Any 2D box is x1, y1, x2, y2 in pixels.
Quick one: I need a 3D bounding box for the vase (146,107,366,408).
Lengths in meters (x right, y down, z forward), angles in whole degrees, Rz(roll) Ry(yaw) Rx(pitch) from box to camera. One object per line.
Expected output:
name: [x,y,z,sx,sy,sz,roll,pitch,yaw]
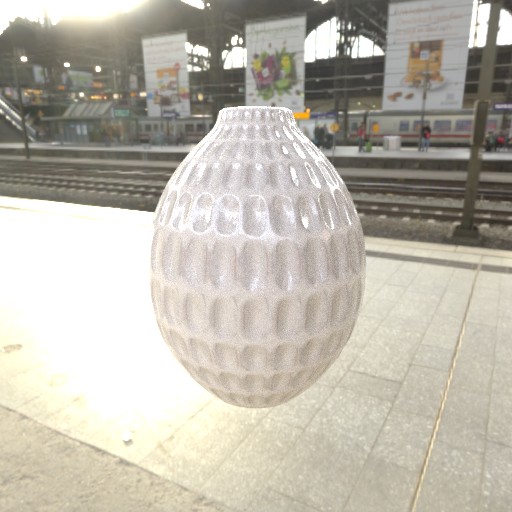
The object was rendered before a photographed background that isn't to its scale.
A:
vase: [0.000,0.000,0.264,0.128,0.167,0.128,0,16,0]
